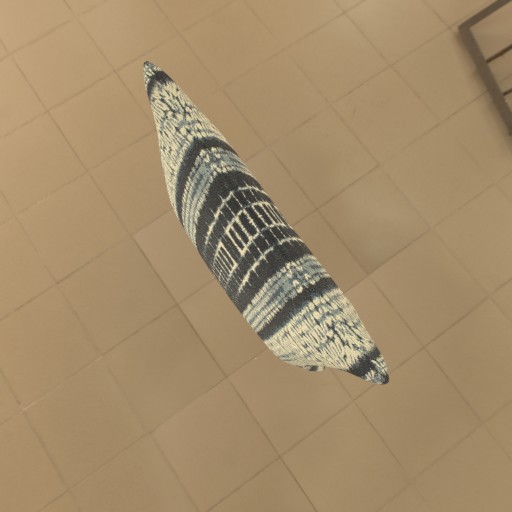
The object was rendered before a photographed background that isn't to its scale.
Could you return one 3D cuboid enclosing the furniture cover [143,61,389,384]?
[{"bbox_3d":[0.000,0.000,0.663,0.133,0.435,0.425,-35,79,-8],"label":"furniture cover"}]
